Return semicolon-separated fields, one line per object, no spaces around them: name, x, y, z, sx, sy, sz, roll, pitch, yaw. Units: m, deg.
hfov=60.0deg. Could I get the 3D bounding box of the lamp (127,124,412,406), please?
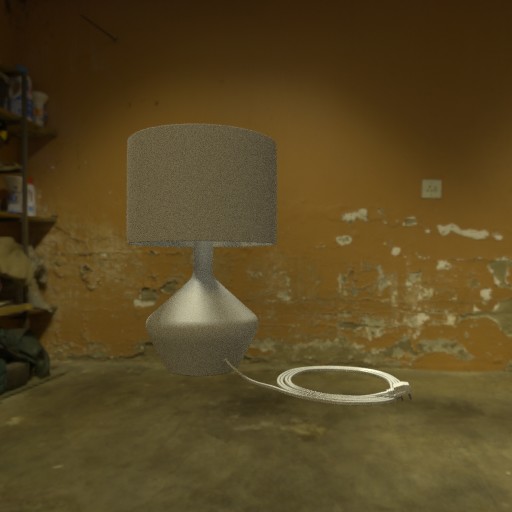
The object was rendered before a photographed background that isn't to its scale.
lamp;0.000;0.000;0.848;0.401;0.457;0.546;1;-1;-36
